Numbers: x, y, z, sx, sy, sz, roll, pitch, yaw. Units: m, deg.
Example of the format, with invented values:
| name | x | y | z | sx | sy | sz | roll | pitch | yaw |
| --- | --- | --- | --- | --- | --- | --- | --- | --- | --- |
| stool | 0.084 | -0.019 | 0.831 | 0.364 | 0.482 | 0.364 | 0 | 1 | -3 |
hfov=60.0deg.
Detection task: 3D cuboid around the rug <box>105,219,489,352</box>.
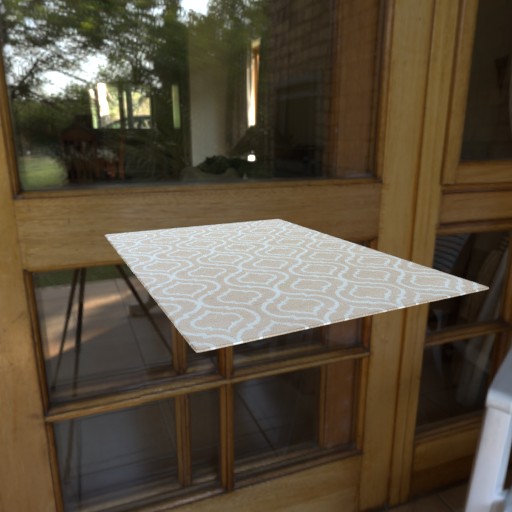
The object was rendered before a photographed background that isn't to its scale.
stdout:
| name | x | y | z | sx | sy | sz | roll | pitch | yaw |
| --- | --- | --- | --- | --- | --- | --- | --- | --- | --- |
| rug | 0.000 | 0.000 | 2.787 | 1.524 | 0.010 | 2.134 | -7 | 17 | -25 |
